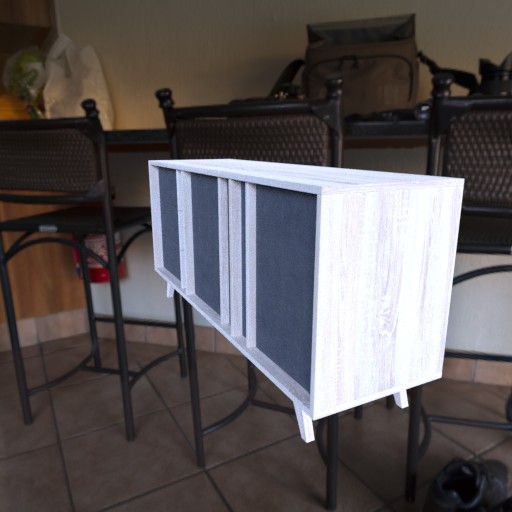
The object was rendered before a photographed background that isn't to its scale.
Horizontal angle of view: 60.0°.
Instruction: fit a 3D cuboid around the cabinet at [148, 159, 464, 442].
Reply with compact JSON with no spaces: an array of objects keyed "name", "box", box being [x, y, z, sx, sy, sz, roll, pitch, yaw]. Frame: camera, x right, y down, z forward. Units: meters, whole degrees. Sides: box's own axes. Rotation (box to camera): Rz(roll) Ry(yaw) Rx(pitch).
[{"name":"cabinet","box":[0.000,0.000,1.972,0.500,0.780,1.650,-7,16,-26]}]
